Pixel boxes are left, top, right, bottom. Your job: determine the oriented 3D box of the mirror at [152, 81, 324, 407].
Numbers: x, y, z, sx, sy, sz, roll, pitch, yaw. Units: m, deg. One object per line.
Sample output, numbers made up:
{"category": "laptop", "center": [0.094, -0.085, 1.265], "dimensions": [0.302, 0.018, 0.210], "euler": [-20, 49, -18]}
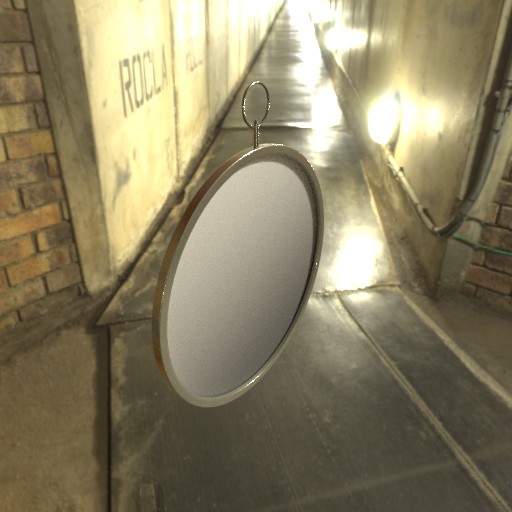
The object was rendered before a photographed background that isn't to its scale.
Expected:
{"category": "mirror", "center": [0.000, 0.000, 0.965], "dimensions": [0.020, 0.713, 0.594], "euler": [19, 33, 31]}
